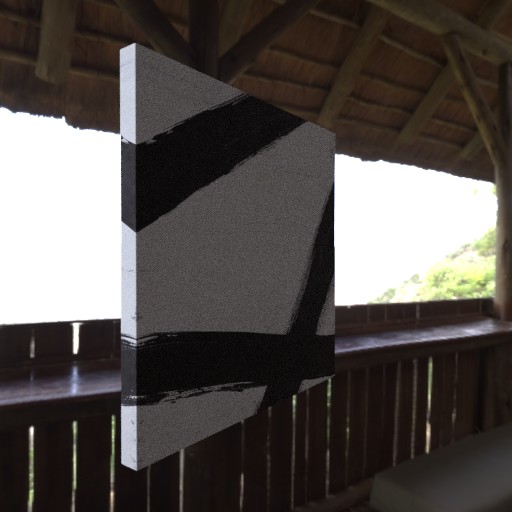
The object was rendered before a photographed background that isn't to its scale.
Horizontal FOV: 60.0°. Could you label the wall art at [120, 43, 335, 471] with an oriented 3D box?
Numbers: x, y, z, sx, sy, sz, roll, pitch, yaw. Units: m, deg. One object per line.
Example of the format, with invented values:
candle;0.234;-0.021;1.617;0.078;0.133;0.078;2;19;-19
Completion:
wall art;0.000;0.000;1.108;0.046;0.765;0.765;1;1;37
